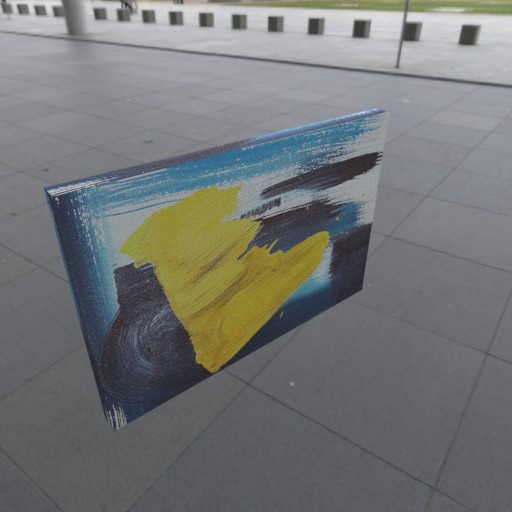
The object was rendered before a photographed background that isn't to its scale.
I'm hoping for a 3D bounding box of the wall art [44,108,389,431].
[{"bbox_3d":[0.000,0.000,0.772,0.609,0.406,0.033,-23,38,-32],"label":"wall art"}]
